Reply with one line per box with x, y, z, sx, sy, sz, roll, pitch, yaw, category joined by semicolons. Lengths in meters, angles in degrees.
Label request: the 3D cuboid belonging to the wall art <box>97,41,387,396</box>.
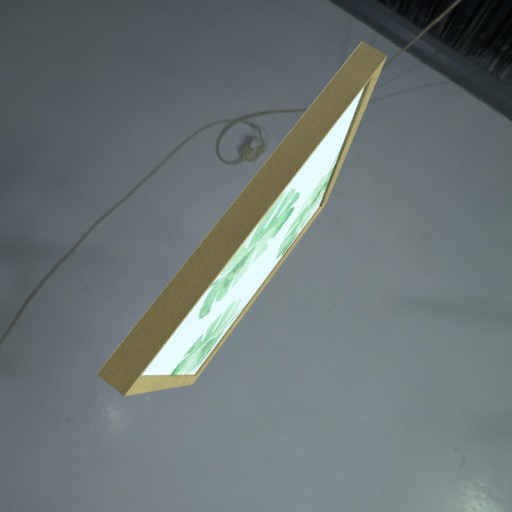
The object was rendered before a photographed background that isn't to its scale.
0.000;0.000;0.754;0.038;0.508;0.508;35;78;9;wall art
